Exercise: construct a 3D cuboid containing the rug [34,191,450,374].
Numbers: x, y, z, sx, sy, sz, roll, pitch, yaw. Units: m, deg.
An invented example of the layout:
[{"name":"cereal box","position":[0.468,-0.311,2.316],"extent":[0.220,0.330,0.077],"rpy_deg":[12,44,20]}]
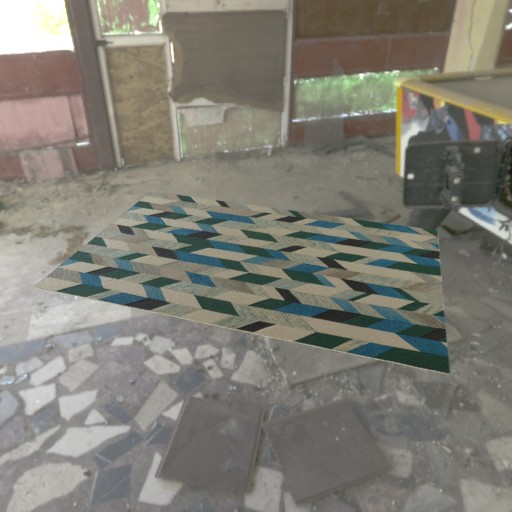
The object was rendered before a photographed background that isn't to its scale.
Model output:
[{"name":"rug","position":[0.000,0.000,3.053],"extent":[2.433,0.007,1.507],"rpy_deg":[9,34,14]}]
